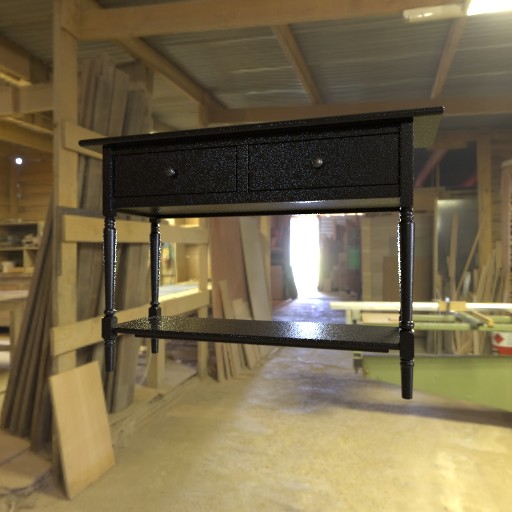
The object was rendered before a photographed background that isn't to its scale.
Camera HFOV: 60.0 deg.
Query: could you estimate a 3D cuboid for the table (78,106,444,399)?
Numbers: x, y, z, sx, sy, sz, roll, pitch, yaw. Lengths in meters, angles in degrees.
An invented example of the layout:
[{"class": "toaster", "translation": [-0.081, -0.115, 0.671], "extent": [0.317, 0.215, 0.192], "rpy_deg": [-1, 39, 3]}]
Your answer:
[{"class": "table", "translation": [0.000, 0.000, 1.561], "extent": [1.191, 0.819, 0.386], "rpy_deg": [0, 0, 18]}]
